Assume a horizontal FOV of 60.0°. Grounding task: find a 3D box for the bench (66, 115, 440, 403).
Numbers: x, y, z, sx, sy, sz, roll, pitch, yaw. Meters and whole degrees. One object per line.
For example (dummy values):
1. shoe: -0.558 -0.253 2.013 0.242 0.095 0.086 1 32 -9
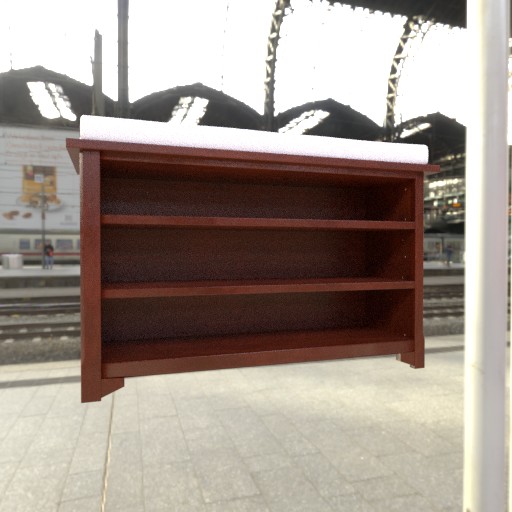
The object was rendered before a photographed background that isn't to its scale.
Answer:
1. bench: 0.000 0.000 1.291 0.987 0.646 0.369 0 1 -18
